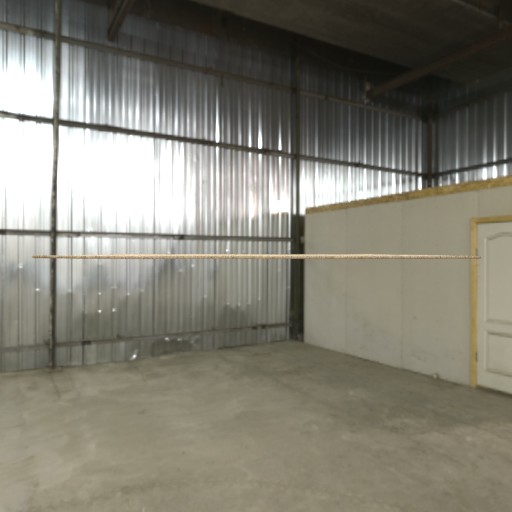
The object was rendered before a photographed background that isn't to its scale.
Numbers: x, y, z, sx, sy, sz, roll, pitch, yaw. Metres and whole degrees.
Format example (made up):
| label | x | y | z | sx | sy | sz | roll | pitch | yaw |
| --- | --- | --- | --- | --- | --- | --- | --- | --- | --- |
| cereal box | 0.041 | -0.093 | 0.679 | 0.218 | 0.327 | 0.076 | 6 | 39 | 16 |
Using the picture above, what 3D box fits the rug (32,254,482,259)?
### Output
| label | x | y | z | sx | sy | sz | roll | pitch | yaw |
| --- | --- | --- | --- | --- | --- | --- | --- | --- | --- |
| rug | 0.000 | 0.000 | 2.398 | 1.822 | 0.018 | 1.211 | 0 | 0 | -1 |
